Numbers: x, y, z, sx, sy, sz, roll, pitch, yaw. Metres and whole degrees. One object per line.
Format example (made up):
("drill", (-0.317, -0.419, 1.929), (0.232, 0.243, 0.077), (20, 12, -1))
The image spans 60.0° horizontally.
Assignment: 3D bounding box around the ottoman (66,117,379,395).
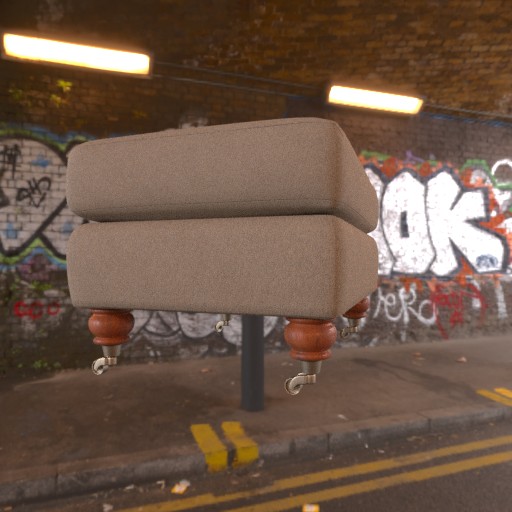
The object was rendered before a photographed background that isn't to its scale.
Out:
("ottoman", (0.000, 0.000, 1.138), (0.569, 0.504, 0.773), (0, -1, 20))
